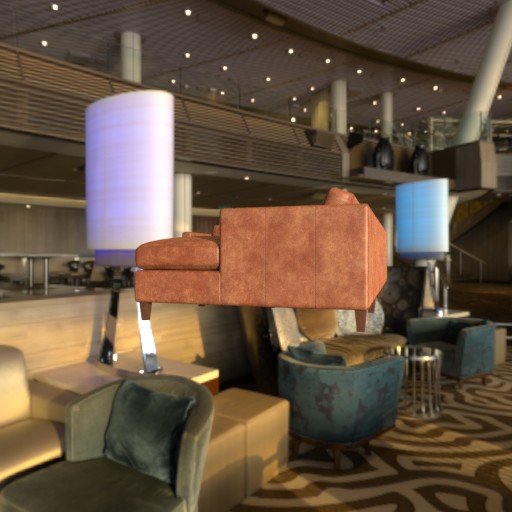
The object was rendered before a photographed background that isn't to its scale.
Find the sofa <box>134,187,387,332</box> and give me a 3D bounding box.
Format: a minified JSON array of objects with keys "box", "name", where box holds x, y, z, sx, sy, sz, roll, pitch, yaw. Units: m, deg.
[{"box":[0.000,0.000,4.491,2.452,0.888,3.324,0,0,18],"name":"sofa"}]
